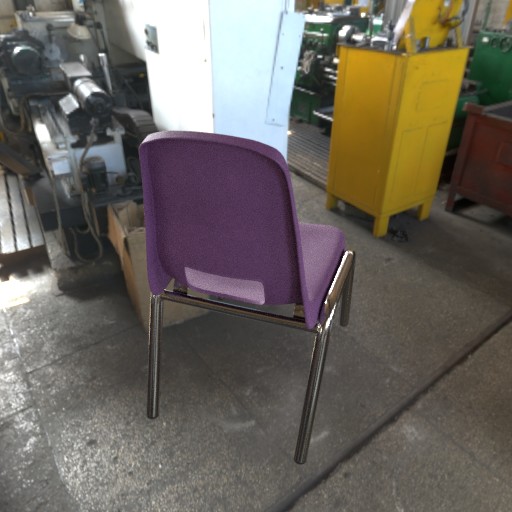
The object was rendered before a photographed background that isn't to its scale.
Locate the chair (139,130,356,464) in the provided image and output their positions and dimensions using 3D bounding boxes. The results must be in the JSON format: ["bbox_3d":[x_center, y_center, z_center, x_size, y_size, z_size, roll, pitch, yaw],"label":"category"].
[{"bbox_3d":[0.000,0.000,0.846,0.356,0.584,0.419,10,34,15],"label":"chair"}]
